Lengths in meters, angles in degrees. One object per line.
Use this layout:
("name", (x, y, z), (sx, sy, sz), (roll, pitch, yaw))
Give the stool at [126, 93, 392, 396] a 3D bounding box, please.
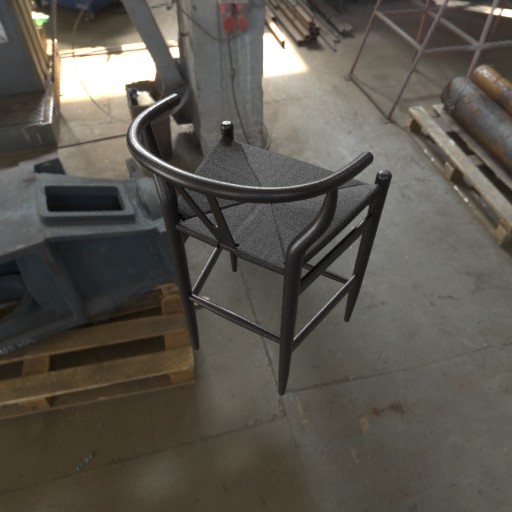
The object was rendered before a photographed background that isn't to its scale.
("stool", (0.000, 0.000, 1.345), (0.569, 0.970, 0.579), (23, 51, 20))
